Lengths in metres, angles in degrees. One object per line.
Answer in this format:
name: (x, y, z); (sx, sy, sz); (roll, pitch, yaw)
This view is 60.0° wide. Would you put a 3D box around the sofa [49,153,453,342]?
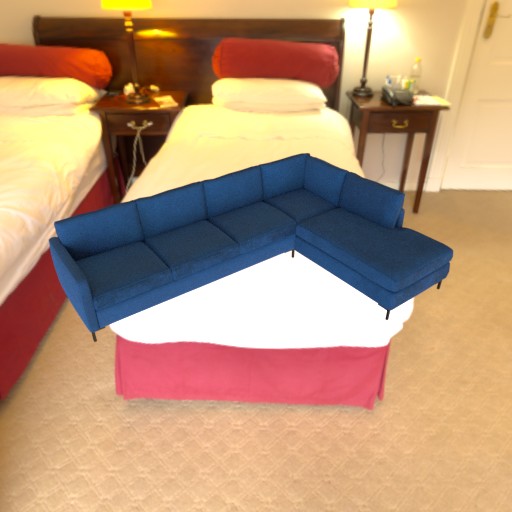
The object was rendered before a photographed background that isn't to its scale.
sofa: (0.000, 0.000, 3.274); (2.486, 0.687, 1.707); (-22, 39, -30)
